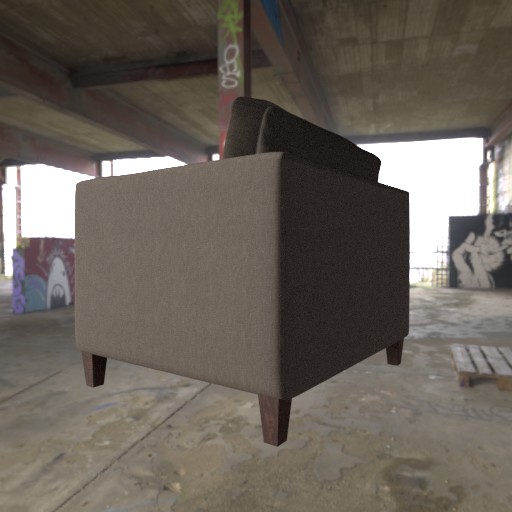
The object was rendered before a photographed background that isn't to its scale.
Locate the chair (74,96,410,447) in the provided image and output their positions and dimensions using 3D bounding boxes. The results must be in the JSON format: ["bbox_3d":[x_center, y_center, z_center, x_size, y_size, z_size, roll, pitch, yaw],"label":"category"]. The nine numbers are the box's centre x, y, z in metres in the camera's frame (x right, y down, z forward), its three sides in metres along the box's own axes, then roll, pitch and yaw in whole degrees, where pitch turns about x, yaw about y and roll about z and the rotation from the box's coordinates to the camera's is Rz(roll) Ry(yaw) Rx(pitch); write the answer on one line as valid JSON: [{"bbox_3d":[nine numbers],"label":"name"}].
[{"bbox_3d":[0.000,0.000,1.812,0.959,0.963,1.107,1,2,36],"label":"chair"}]
